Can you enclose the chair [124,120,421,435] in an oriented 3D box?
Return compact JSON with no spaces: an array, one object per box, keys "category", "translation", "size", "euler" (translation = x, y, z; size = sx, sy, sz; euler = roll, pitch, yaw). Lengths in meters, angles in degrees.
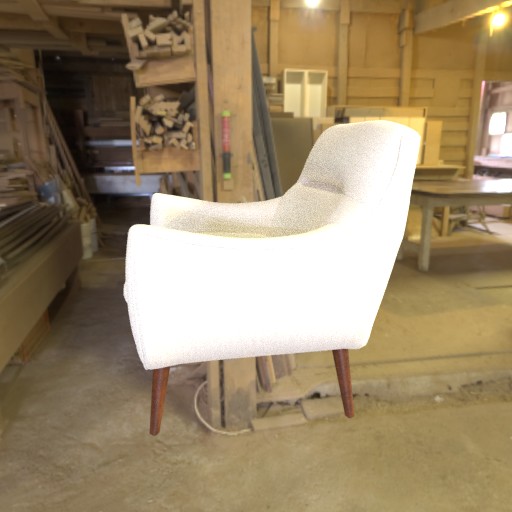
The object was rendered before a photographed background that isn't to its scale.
[{"category":"chair","translation":[0.000,0.000,1.444],"size":[0.787,0.838,0.762],"euler":[-2,14,-8]}]
